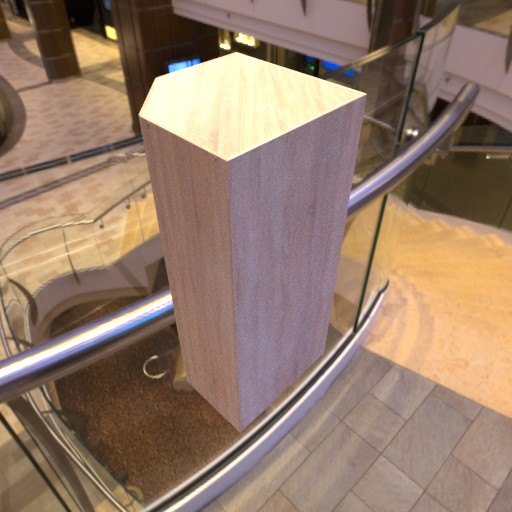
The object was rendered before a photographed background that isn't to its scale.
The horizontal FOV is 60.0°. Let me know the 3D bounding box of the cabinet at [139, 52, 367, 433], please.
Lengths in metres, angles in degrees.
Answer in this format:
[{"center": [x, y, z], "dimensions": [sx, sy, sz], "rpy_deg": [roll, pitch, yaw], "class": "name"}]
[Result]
[{"center": [0.000, 0.000, 2.882], "dimensions": [1.094, 2.120, 1.327], "rpy_deg": [0, 41, 0], "class": "cabinet"}]
